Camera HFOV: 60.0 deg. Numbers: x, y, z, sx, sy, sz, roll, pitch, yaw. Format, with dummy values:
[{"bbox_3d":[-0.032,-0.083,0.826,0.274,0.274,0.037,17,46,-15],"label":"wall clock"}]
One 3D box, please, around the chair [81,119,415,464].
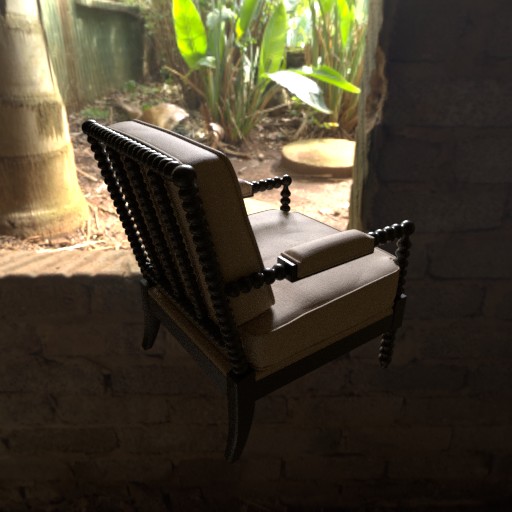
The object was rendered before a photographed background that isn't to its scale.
[{"bbox_3d":[0.000,0.000,1.178,0.657,0.703,0.555,-18,32,-31],"label":"chair"}]
